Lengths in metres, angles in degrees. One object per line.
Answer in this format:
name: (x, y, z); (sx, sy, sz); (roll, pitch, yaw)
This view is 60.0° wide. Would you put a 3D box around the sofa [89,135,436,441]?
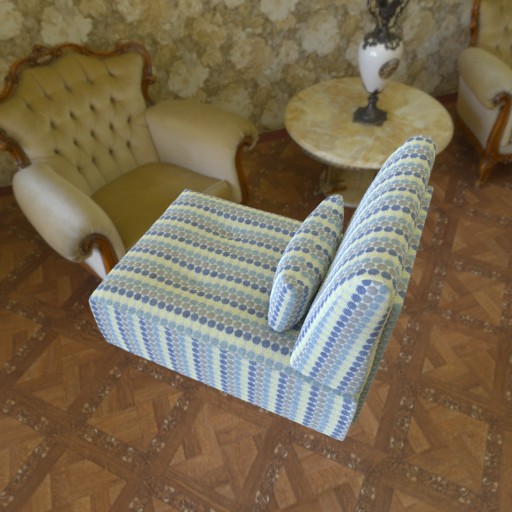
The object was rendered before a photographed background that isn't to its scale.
sofa: (0.000, 0.000, 1.571); (1.000, 0.820, 0.700); (18, 49, 16)
